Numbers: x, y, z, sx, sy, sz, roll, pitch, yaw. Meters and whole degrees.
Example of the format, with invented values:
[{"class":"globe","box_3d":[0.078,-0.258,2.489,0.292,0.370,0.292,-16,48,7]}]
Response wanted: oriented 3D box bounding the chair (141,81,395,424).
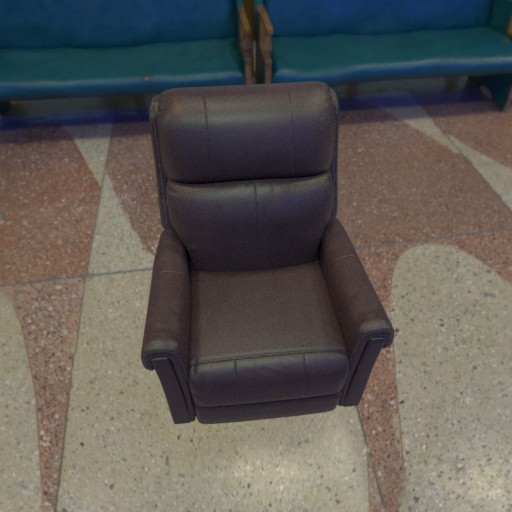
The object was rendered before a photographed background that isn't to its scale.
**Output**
[{"class":"chair","box_3d":[0.000,0.000,1.776,0.838,1.054,1.014,-4,47,-4]}]
